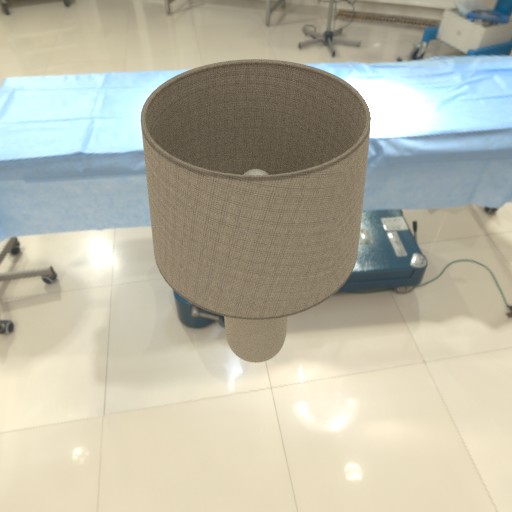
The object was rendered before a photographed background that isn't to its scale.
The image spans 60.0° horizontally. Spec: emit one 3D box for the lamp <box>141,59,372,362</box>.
[{"bbox_3d":[0.000,0.000,0.844,0.367,0.609,0.367,0,47,0],"label":"lamp"}]
